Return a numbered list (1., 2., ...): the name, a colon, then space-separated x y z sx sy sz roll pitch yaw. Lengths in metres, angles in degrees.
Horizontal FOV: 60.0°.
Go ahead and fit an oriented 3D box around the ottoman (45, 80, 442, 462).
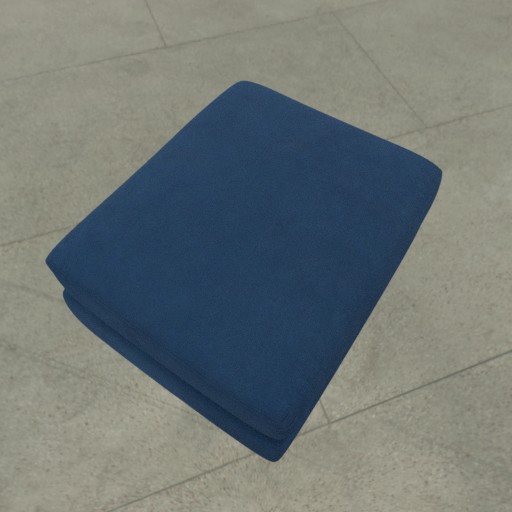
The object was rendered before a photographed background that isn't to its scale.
1. ottoman: 0.000 0.000 1.182 0.655 0.485 0.794 30 63 17
